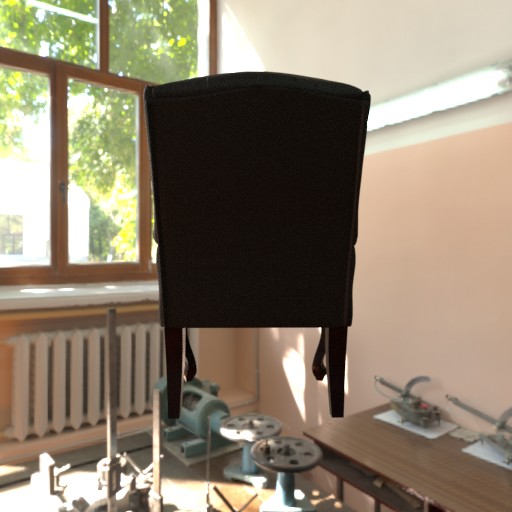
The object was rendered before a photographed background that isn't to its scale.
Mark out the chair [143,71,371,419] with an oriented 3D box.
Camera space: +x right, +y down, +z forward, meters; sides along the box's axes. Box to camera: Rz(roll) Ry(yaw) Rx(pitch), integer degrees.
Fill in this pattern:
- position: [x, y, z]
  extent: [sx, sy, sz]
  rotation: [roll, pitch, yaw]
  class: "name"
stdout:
- position: [0.000, 0.000, 1.698]
  extent: [0.831, 1.133, 0.822]
  rotation: [0, 0, -1]
  class: "chair"
